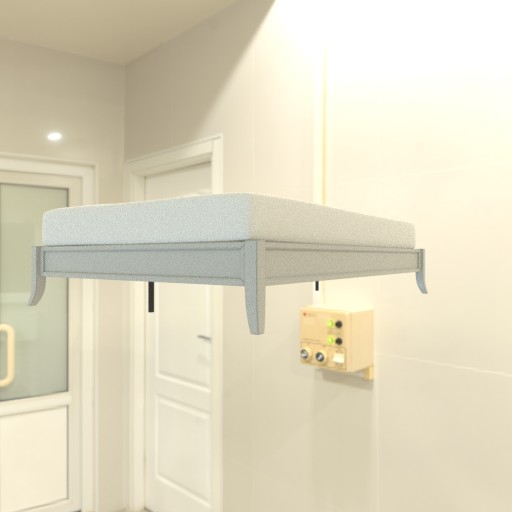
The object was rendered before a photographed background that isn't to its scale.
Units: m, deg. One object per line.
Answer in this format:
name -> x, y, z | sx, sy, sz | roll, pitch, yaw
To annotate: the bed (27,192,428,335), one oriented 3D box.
bed -> 0.000, 0.000, 2.646 | 1.460, 0.510, 1.985 | 0, 0, 36
